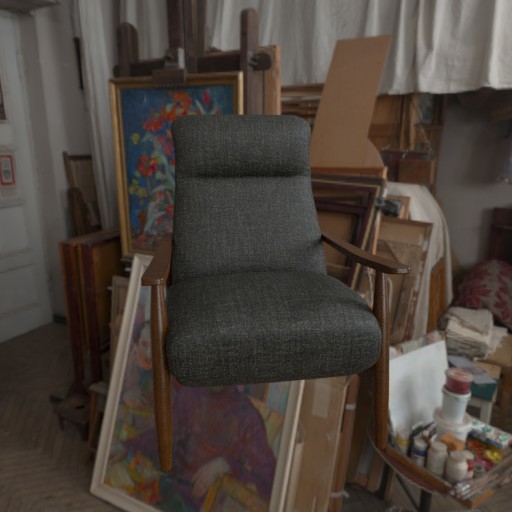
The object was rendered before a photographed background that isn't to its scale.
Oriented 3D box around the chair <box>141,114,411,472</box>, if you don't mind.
[{"bbox_3d":[0.000,0.000,1.721,0.762,1.082,1.014,-2,16,-8],"label":"chair"}]
